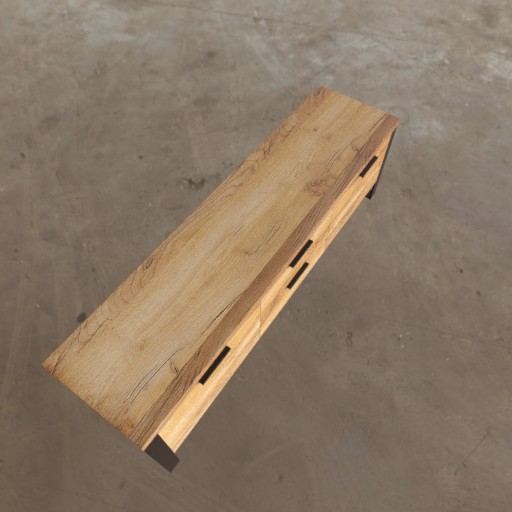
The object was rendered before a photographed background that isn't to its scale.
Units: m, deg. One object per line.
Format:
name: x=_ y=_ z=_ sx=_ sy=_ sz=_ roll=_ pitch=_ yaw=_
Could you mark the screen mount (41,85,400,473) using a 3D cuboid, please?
screen mount: x=0.000 y=0.000 z=1.701 sx=0.395 sy=0.450 sz=1.524 roll=30 pitch=62 yaw=18
